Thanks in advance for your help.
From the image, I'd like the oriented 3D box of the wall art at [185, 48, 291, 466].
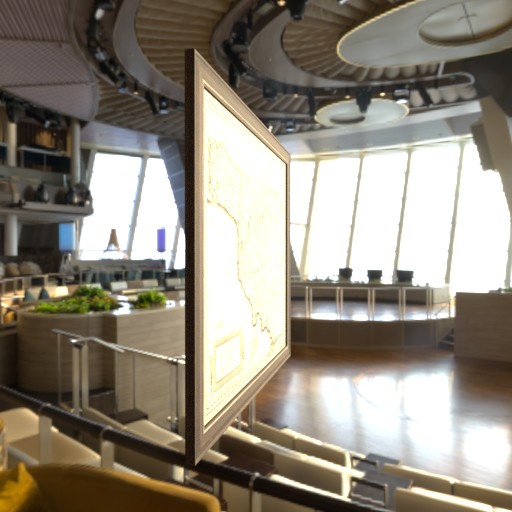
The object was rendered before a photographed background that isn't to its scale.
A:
[{"bbox_3d":[0.000,0.000,1.429,0.023,0.875,1.033,0,0,16],"label":"wall art"}]
